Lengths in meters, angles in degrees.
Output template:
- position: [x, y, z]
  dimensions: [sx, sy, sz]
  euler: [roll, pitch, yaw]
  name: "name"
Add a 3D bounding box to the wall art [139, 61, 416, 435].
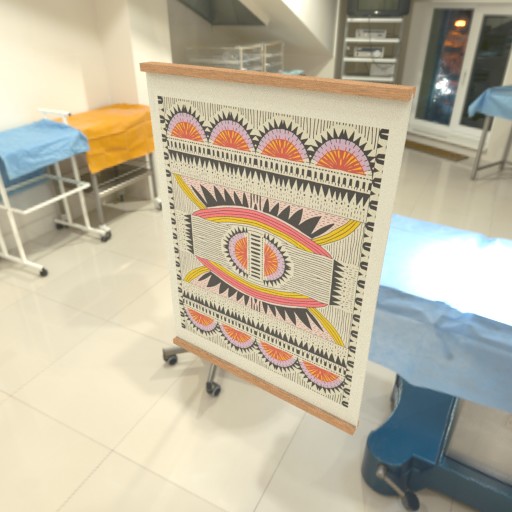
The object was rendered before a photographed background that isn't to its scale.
- position: [0.000, 0.000, 0.791]
  dimensions: [0.456, 0.609, 0.028]
  euler: [19, 35, 29]
  name: "wall art"
